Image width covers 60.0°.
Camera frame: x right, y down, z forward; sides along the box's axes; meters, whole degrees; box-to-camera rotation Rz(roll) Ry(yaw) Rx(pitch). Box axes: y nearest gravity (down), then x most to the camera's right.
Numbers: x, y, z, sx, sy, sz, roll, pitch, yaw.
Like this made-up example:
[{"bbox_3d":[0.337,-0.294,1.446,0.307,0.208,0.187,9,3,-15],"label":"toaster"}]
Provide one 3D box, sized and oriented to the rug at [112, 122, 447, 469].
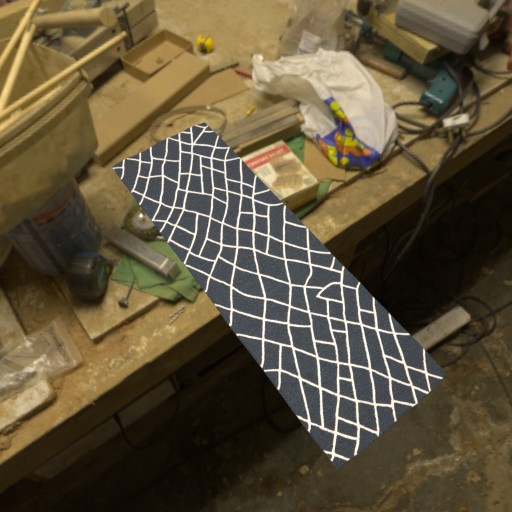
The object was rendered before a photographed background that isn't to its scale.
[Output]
[{"bbox_3d":[0.000,0.000,2.801,0.807,0.010,2.476,-32,64,-18],"label":"rug"}]
